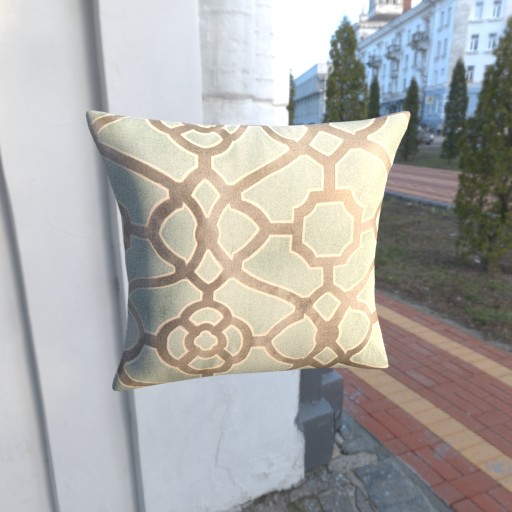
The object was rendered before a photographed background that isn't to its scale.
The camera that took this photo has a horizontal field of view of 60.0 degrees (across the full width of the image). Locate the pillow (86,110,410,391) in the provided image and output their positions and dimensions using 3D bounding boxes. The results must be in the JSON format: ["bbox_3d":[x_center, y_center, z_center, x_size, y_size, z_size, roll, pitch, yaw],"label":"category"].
[{"bbox_3d":[0.000,0.000,0.814,0.552,0.508,0.166,-2,17,-8],"label":"pillow"}]
